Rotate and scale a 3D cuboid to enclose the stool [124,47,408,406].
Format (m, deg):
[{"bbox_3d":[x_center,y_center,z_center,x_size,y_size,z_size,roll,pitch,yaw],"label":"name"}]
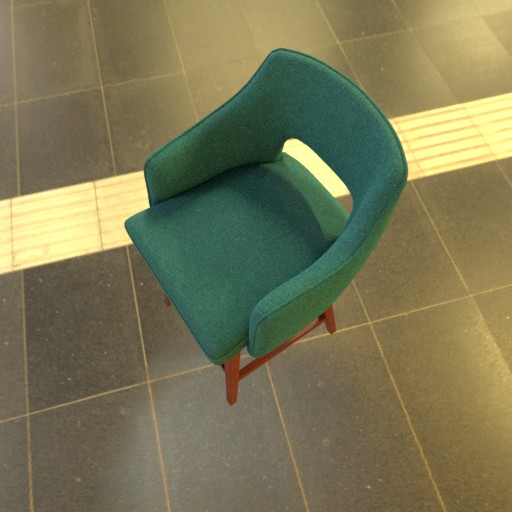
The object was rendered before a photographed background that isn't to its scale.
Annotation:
[{"bbox_3d":[0.000,0.000,1.281,0.556,0.961,0.548,-32,68,-15],"label":"stool"}]
